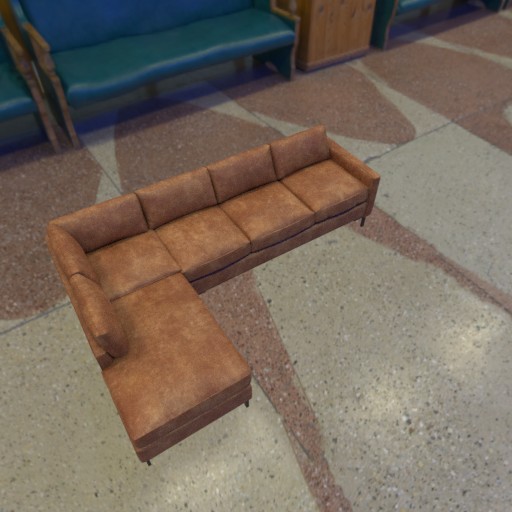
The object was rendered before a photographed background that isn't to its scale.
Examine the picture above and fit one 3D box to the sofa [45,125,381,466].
[{"bbox_3d":[0.000,0.000,3.790,2.984,0.877,1.938,-25,51,-22],"label":"sofa"}]
